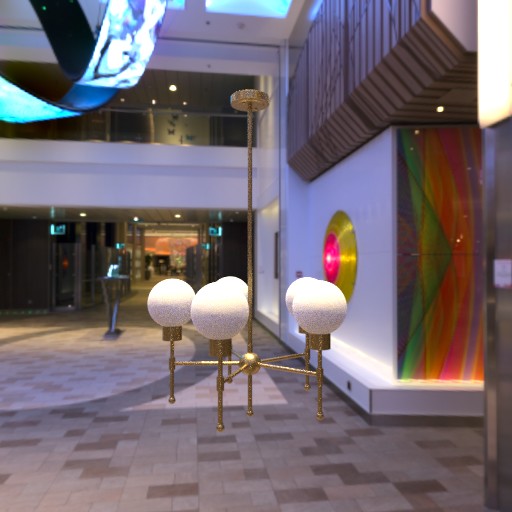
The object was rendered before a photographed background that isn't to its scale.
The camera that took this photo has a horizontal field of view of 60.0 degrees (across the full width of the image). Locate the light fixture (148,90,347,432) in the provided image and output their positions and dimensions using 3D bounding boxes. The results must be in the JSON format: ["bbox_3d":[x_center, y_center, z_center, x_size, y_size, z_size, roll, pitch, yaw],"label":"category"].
[{"bbox_3d":[0.000,0.000,1.829,0.785,1.331,0.815,-1,-1,36],"label":"light fixture"}]
